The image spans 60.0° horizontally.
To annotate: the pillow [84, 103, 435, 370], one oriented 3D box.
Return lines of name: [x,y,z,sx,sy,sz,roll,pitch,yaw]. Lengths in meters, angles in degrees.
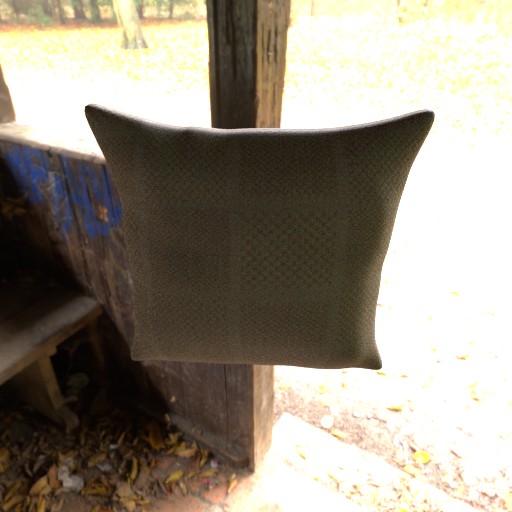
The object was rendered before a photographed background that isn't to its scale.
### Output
pillow: [0.000,0.000,0.658,0.436,0.432,0.138,2,32,3]
